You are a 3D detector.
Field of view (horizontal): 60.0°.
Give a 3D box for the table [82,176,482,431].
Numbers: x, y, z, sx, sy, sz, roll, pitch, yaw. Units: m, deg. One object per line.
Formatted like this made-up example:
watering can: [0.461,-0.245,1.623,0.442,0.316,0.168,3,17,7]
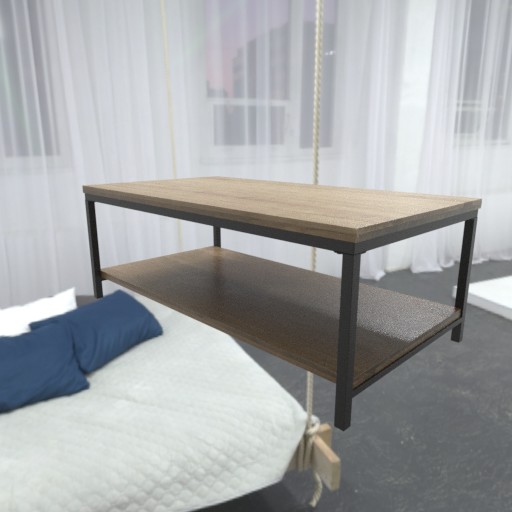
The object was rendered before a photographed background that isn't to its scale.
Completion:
table: [0.000,0.000,1.350,0.574,0.393,1.062,-14,20,-43]
